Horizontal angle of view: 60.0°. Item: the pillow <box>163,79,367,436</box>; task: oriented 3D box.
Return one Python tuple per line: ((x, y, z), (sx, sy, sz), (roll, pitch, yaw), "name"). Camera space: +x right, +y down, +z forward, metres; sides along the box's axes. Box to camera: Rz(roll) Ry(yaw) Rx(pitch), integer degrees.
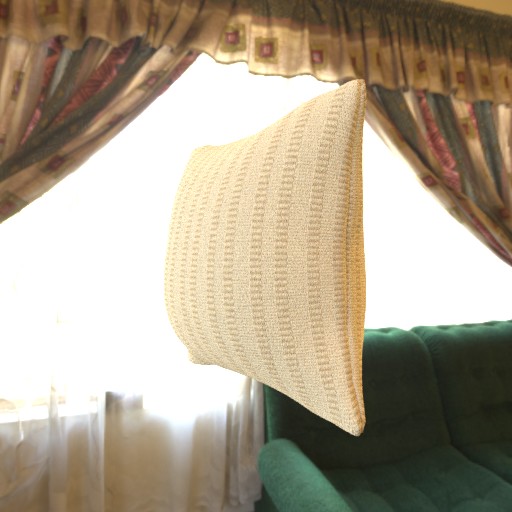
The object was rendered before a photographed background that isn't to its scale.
((0.000, 0.000, 0.692), (0.247, 0.419, 0.438), (0, 0, -35), "pillow")
